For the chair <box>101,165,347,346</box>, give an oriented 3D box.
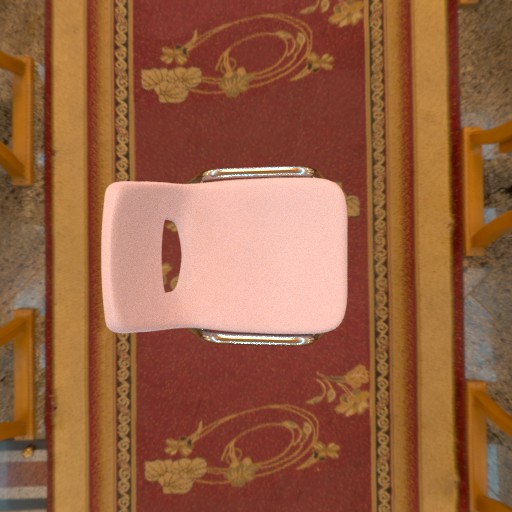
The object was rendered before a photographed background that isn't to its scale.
[{"bbox_3d":[0.000,0.000,0.852,0.423,0.586,0.354,0,90,-1],"label":"chair"}]
